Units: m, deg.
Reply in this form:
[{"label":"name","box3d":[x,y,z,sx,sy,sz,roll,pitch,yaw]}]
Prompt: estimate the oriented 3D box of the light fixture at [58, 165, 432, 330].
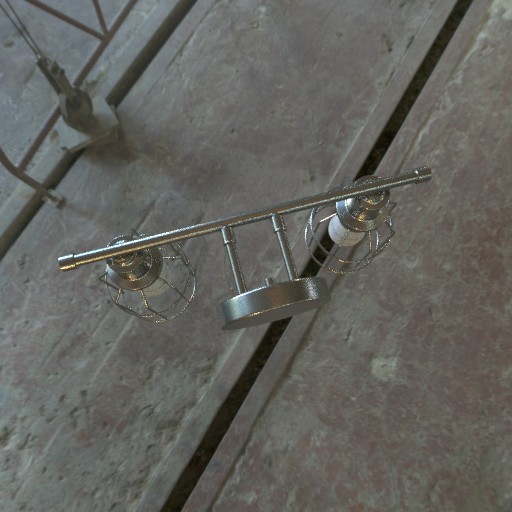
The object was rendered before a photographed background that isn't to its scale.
[{"label":"light fixture","box3d":[0.000,0.000,0.537,0.406,0.254,0.165,-14,76,-4]}]
